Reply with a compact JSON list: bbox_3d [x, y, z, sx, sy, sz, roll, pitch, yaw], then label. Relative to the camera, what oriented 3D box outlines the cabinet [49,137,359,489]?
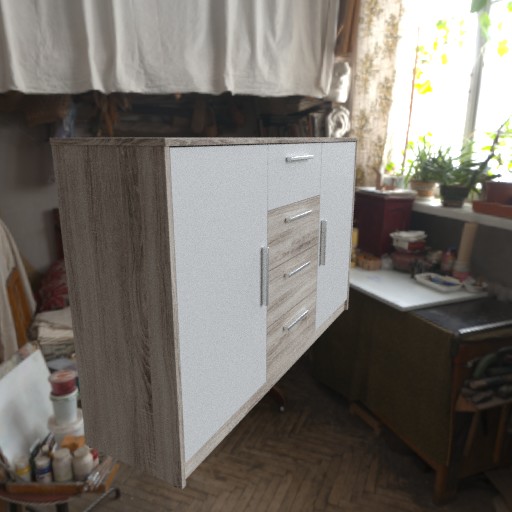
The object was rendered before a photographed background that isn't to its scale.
[{"bbox_3d":[0.000,0.000,1.745,0.380,0.900,1.450,8,17,28],"label":"cabinet"}]
